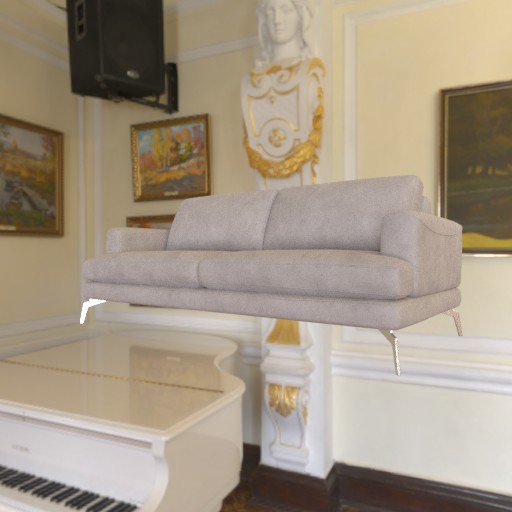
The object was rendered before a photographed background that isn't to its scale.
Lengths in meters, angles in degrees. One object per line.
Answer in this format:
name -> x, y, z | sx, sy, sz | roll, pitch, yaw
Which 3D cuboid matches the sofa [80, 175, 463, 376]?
sofa -> 0.000, 0.000, 2.529 | 2.013, 0.830, 0.980 | 0, 0, 37
